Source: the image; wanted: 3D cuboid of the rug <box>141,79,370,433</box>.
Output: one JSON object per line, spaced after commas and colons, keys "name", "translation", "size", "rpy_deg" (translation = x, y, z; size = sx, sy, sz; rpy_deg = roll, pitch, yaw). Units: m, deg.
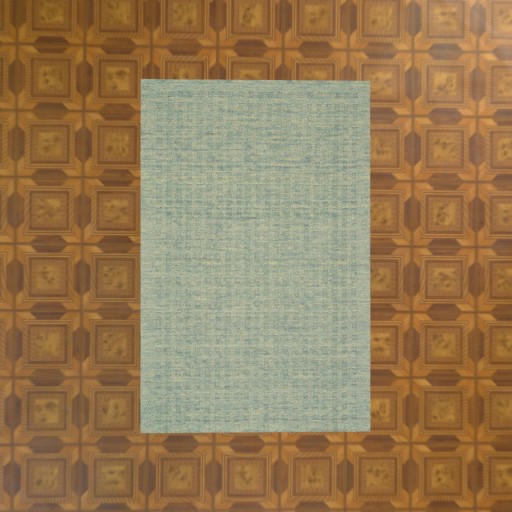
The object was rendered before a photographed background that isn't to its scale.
{"name": "rug", "translation": [0.000, 0.000, 2.208], "size": [1.142, 0.006, 1.752], "rpy_deg": [0, 90, -1]}
